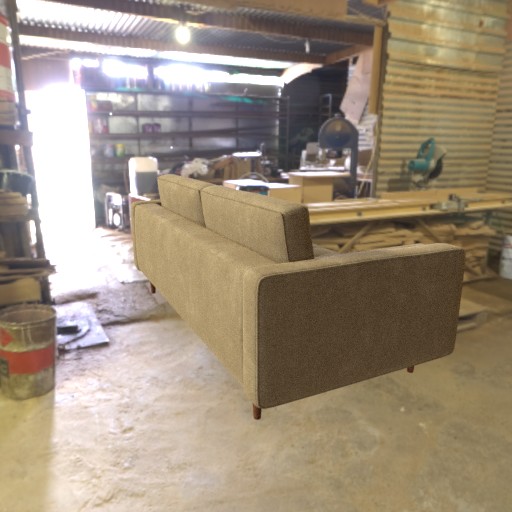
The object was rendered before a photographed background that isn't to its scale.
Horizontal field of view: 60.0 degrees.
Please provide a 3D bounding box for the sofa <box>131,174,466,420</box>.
[{"bbox_3d":[0.000,0.000,2.324,0.920,0.769,1.883,-7,16,-26],"label":"sofa"}]
